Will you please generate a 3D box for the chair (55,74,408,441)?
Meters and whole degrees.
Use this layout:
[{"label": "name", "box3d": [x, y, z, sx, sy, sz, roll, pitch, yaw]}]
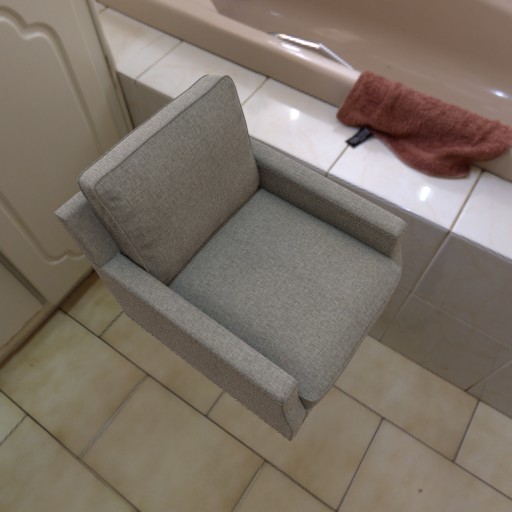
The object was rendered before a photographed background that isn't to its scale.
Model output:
[{"label": "chair", "box3d": [0.000, 0.000, 1.727, 1.014, 0.943, 0.853, 32, 64, 18]}]
